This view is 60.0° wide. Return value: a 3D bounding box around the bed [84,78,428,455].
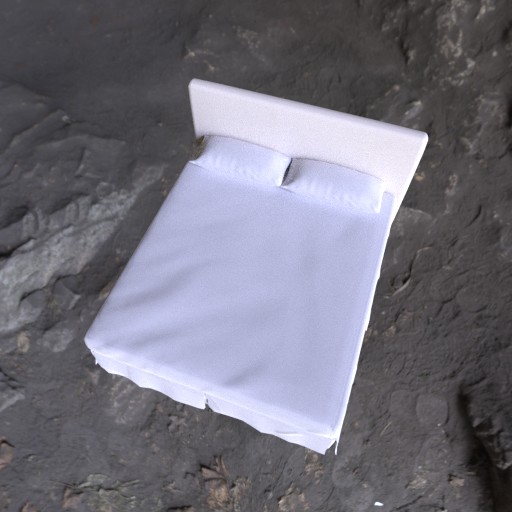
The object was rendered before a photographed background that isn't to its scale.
[{"bbox_3d":[0.000,0.000,3.625,2.119,1.317,2.341,17,60,10],"label":"bed"}]
